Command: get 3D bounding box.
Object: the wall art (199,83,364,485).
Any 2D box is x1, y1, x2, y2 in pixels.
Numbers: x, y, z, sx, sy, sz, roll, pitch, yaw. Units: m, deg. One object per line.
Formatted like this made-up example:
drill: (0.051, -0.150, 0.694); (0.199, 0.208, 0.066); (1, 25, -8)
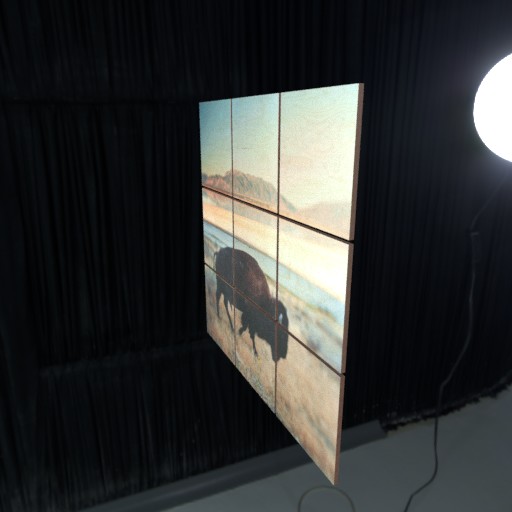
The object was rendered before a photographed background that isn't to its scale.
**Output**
wall art: (0.000, 0.000, 1.331); (0.018, 0.904, 0.906); (-8, 18, -24)
